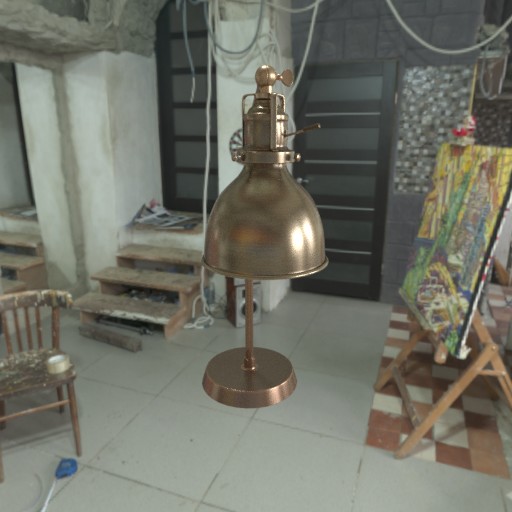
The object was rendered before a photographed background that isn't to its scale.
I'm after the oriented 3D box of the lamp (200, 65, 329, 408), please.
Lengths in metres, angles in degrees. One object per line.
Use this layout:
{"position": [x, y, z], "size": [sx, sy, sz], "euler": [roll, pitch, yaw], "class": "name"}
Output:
{"position": [0.000, 0.000, 0.593], "size": [0.153, 0.456, 0.286], "euler": [-2, 16, -9], "class": "lamp"}
